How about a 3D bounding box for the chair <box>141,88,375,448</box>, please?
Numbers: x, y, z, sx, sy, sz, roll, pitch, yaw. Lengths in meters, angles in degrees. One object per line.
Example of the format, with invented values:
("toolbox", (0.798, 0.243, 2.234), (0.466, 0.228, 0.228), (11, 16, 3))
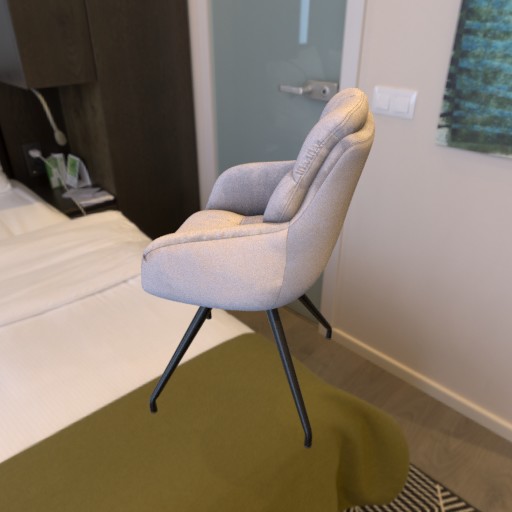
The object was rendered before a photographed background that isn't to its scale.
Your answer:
("chair", (0.000, 0.000, 1.266), (0.569, 0.888, 0.579), (7, 30, 13))
